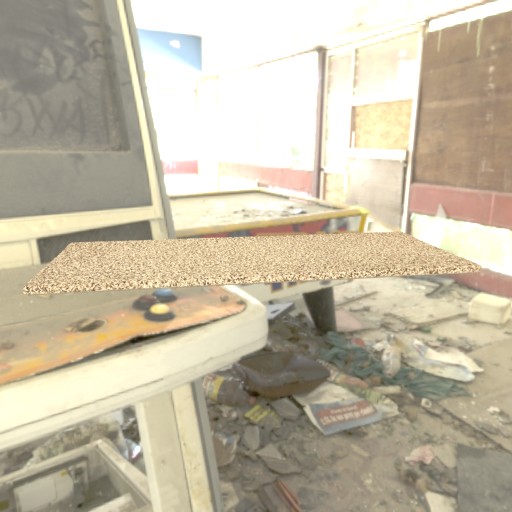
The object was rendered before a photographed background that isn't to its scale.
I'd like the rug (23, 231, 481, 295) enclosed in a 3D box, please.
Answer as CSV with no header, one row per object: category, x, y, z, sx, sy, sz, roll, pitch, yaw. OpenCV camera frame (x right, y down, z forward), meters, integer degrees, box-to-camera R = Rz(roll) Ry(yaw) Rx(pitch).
rug,0.000,0.000,1.737,1.524,0.030,0.609,-2,15,-9
